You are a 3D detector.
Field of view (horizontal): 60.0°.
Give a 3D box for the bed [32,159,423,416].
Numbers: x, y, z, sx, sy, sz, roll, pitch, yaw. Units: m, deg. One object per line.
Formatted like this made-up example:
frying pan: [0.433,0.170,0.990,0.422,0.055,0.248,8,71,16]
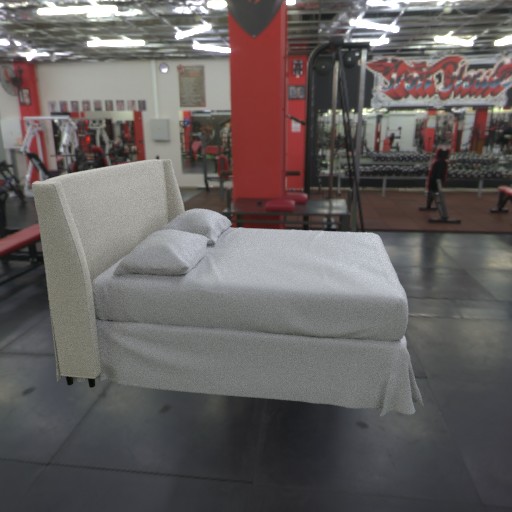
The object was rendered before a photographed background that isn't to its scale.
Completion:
bed: [0.000,0.000,3.386,2.276,1.332,1.925,3,16,9]
